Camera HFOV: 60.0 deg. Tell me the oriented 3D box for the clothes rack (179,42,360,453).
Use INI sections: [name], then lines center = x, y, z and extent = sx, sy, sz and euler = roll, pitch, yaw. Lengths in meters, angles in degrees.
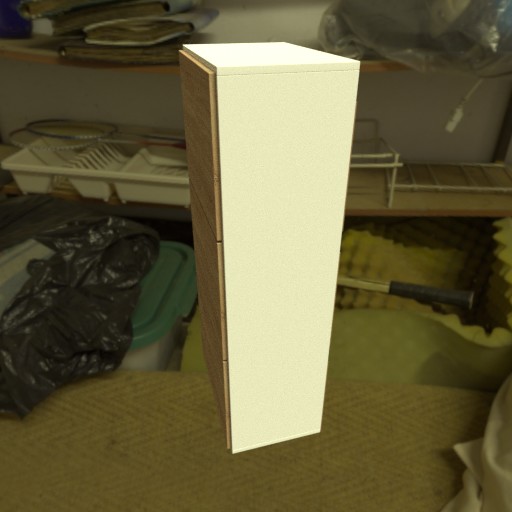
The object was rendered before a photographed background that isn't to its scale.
[clothes rack]
center = 0.000, 0.000, 1.413
extent = 0.331, 1.187, 0.500
euler = -8, 31, -14
